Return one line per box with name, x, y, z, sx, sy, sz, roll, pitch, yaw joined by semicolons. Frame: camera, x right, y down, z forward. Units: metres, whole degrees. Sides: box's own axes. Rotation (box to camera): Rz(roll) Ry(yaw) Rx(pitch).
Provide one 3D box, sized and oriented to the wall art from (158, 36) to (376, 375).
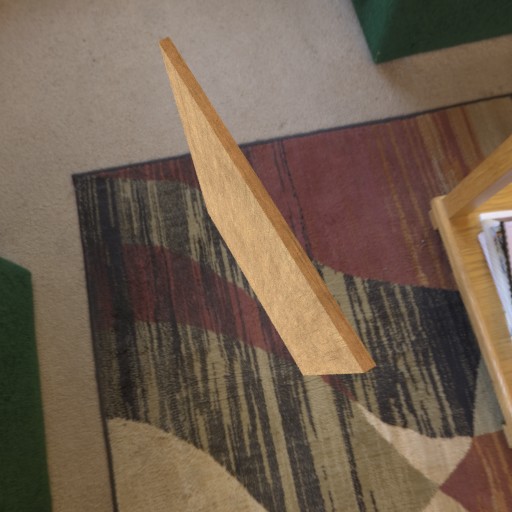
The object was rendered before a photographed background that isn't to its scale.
wall art;0.000;0.000;0.910;0.018;0.686;0.534;-29;77;-8
